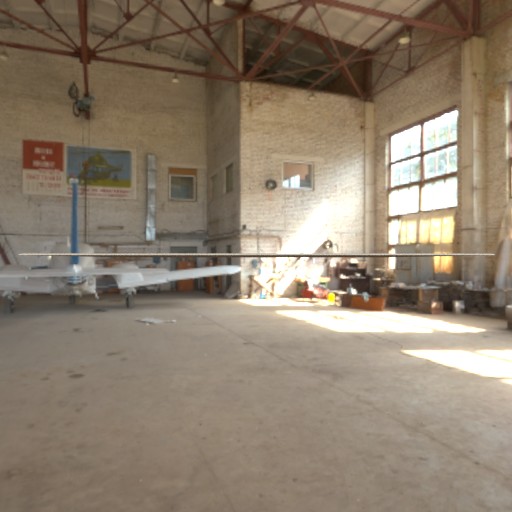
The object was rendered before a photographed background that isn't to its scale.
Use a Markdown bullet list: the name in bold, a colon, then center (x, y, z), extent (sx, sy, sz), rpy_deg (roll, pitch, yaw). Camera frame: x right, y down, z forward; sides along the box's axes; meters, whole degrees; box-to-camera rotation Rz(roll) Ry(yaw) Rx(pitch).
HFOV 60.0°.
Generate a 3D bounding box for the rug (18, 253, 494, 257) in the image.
- **rug**: center (0.000, 0.000, 3.951), extent (2.980, 0.012, 2.363), rpy_deg (0, -1, 0)
